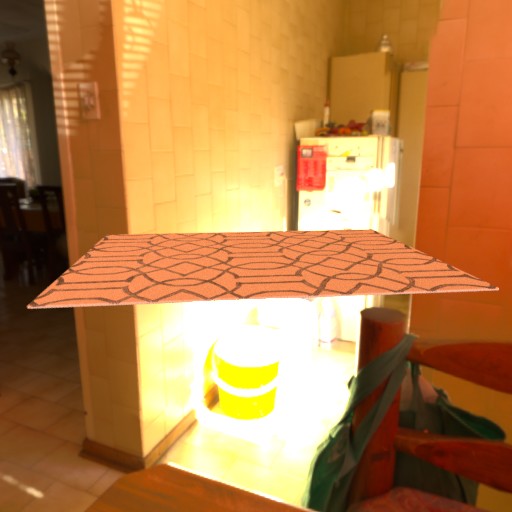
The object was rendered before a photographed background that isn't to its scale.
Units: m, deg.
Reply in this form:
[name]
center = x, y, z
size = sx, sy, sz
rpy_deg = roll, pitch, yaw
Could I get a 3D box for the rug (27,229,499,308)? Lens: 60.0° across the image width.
[rug]
center = 0.000, 0.000, 3.759
size = 2.910, 0.021, 2.211
rpy_deg = -2, 14, -7
